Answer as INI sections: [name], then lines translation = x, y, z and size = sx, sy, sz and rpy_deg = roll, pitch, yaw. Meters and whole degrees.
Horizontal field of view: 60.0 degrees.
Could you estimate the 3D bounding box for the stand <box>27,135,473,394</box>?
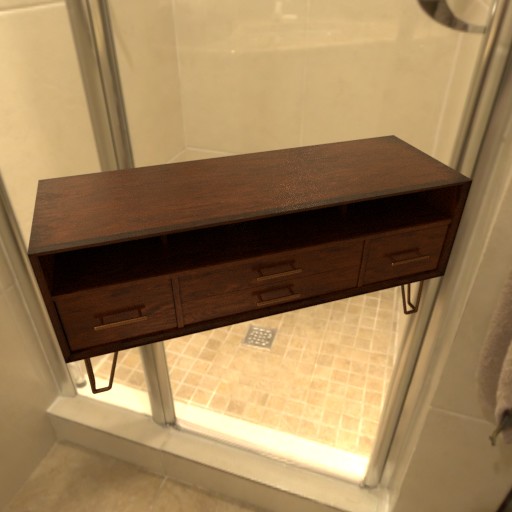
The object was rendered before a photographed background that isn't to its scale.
[stand]
translation = 0.000, 0.000, 1.649
size = 1.372, 0.610, 0.481
rpy_deg = -11, 36, -15
